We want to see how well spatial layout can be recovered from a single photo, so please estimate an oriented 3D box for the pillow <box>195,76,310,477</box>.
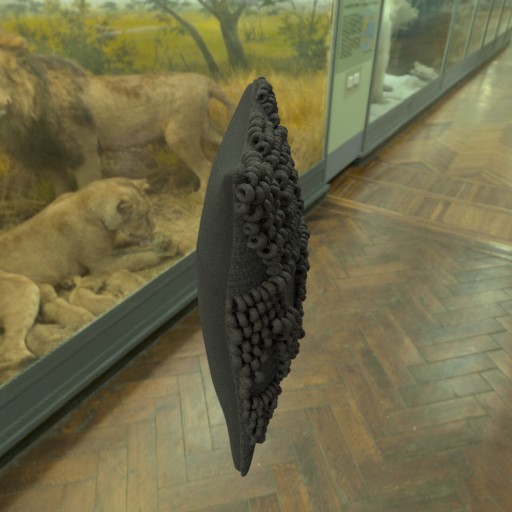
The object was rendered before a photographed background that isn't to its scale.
[{"bbox_3d":[0.000,0.000,0.715,0.172,0.467,0.470,1,33,2],"label":"pillow"}]
